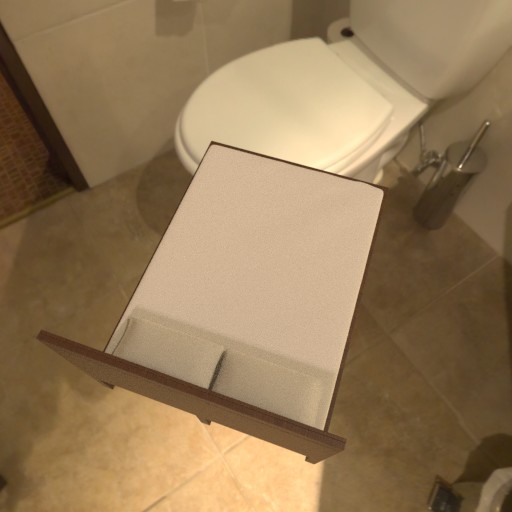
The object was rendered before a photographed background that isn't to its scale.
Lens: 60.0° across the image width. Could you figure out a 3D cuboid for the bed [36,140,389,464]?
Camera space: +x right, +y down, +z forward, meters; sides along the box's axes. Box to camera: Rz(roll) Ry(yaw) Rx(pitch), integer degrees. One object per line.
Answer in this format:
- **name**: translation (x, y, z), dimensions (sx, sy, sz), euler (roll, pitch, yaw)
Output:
- **bed**: translation (0.000, 0.000, 3.148), dimensions (1.613, 1.169, 2.221), euler (17, 63, 9)
